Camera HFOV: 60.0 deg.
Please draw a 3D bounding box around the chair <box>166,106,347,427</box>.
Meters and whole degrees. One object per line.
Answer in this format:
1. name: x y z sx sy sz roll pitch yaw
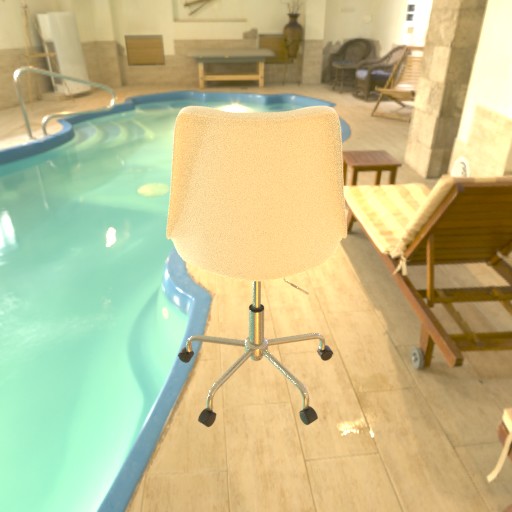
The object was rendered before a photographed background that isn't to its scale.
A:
1. chair: 0.000 0.000 1.290 0.550 0.930 0.550 0 29 0
